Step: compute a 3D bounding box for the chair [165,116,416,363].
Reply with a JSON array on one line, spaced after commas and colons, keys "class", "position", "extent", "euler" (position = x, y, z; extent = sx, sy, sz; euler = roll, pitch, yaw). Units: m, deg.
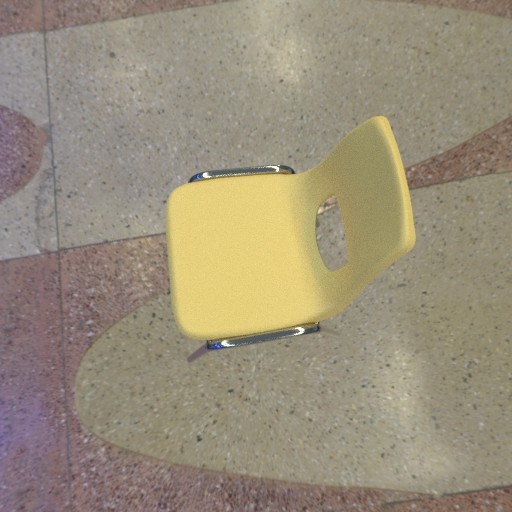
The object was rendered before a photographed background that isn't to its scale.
[{"class": "chair", "position": [0.000, 0.000, 0.960], "extent": [0.436, 0.704, 0.381], "euler": [-7, 75, -2]}]
